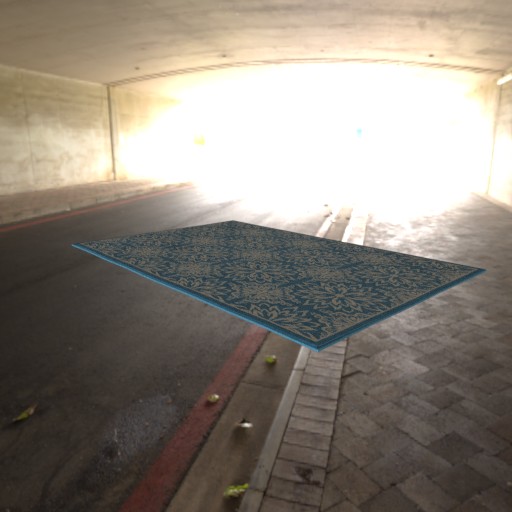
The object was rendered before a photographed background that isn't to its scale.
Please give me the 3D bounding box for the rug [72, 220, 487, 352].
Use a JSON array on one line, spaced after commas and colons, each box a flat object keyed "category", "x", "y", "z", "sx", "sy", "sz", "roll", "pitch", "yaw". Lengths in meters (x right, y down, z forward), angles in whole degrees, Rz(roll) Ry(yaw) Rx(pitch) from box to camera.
[{"category": "rug", "x": 0.000, "y": 0.000, "z": 2.301, "sx": 1.211, "sy": 0.012, "sz": 1.833, "roll": -13, "pitch": 19, "yaw": -41}]
